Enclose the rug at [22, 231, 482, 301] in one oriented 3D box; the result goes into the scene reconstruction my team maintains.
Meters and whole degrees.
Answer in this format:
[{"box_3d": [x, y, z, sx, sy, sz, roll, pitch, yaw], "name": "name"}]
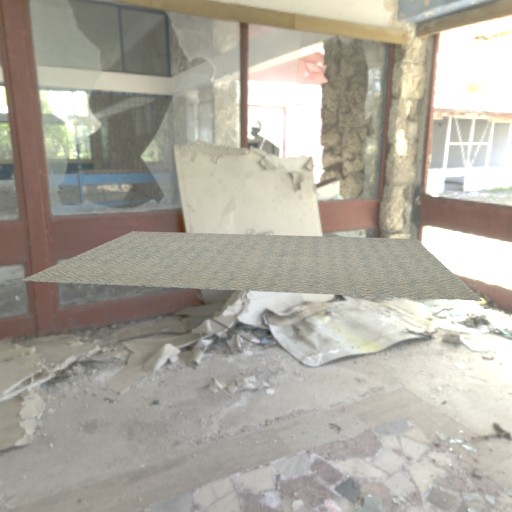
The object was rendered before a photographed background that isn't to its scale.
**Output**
[{"box_3d": [0.000, 0.000, 3.057, 2.441, 0.008, 1.526, 2, 14, 8], "name": "rug"}]
